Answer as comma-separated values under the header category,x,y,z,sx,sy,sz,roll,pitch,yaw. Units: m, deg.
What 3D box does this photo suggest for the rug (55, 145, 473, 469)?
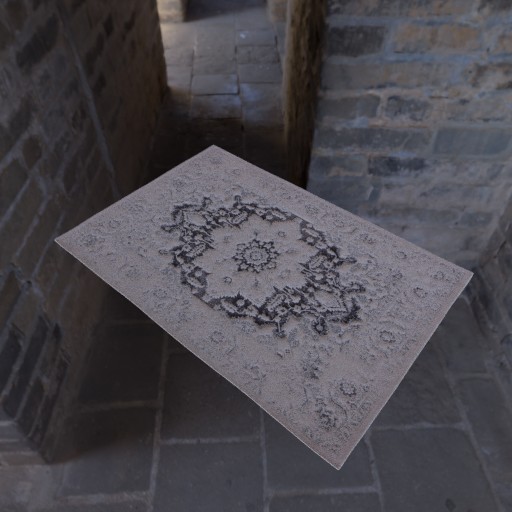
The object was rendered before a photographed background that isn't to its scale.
category,x,y,z,sx,sy,sz,roll,pitch,yaw
rug,0.000,0.000,2.292,1.813,0.008,1.223,32,54,27
